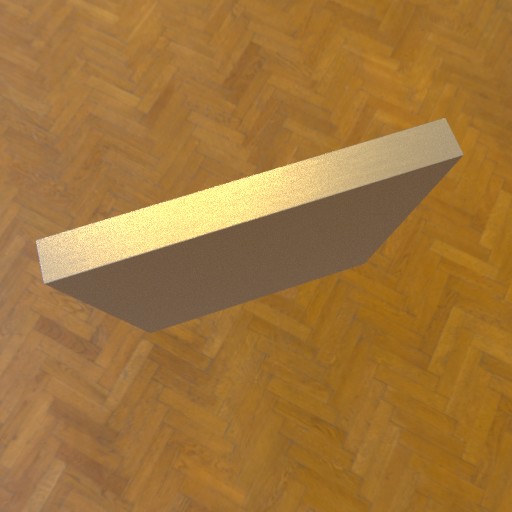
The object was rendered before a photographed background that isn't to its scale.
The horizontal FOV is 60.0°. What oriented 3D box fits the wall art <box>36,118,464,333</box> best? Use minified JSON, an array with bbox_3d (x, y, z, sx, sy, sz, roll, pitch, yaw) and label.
[{"bbox_3d":[0.000,0.000,0.524,0.350,0.350,0.038,-18,75,-5],"label":"wall art"}]
